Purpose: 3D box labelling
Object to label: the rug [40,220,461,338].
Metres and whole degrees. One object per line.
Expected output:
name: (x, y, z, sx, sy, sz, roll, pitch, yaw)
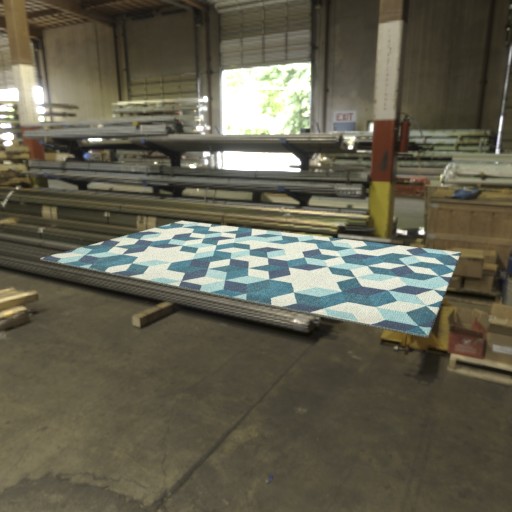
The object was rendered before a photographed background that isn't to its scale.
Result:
rug: (0.000, 0.000, 3.018, 2.438, 0.015, 1.518, 8, 17, 28)
